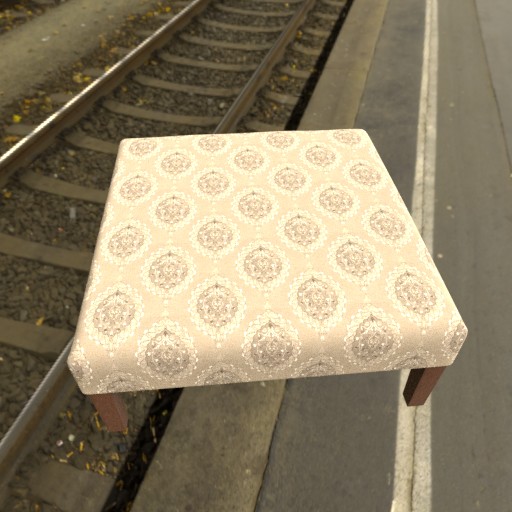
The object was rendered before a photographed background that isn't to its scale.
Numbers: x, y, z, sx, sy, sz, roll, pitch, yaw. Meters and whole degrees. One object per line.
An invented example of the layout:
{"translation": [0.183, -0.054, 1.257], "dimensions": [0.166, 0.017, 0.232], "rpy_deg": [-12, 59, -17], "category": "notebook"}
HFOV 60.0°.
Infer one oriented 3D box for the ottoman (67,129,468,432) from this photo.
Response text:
{"translation": [0.000, 0.000, 1.379], "dimensions": [0.889, 0.411, 0.890], "rpy_deg": [-4, 46, -4], "category": "ottoman"}
